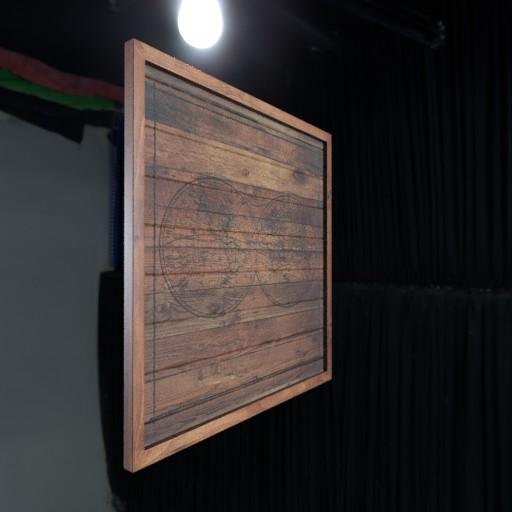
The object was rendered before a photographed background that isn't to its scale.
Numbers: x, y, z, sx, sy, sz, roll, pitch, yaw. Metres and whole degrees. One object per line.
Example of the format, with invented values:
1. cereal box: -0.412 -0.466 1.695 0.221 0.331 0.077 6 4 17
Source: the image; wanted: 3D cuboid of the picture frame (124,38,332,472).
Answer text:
1. picture frame: 0.000 0.000 1.164 0.029 0.817 0.810 0 0 37
